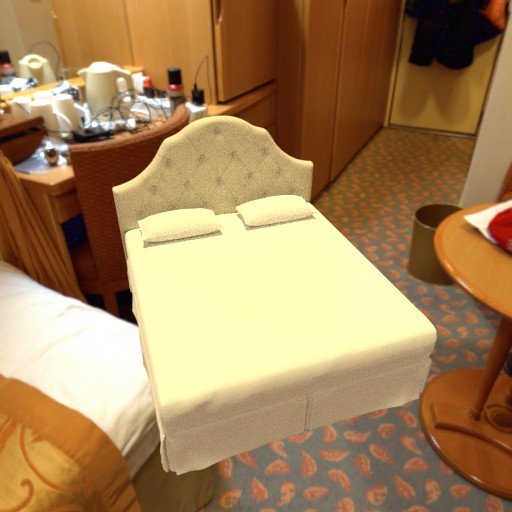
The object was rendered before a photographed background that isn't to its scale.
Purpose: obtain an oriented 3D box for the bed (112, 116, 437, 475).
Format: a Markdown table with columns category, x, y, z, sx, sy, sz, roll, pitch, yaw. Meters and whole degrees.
| category | x | y | z | sx | sy | sz | roll | pitch | yaw |
| --- | --- | --- | --- | --- | --- | --- | --- | --- | --- |
| bed | 0.000 | 0.000 | 3.502 | 2.008 | 1.615 | 2.214 | -11 | 35 | -16 |
